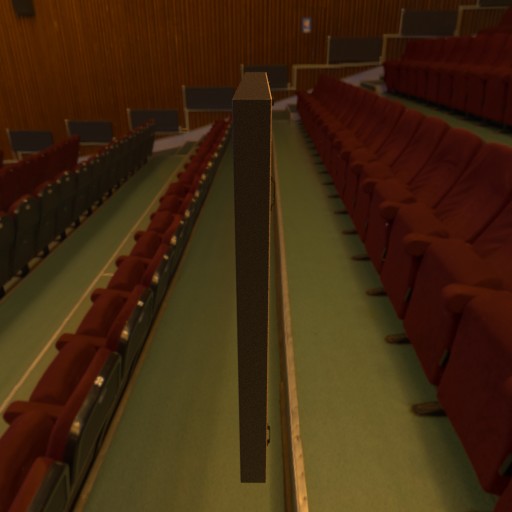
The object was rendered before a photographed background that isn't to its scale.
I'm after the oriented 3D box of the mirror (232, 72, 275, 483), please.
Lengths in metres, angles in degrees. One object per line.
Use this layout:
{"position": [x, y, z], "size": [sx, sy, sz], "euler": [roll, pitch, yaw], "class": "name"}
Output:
{"position": [0.000, 0.000, 0.691], "size": [0.041, 0.508, 0.405], "euler": [0, 26, 0], "class": "mirror"}
